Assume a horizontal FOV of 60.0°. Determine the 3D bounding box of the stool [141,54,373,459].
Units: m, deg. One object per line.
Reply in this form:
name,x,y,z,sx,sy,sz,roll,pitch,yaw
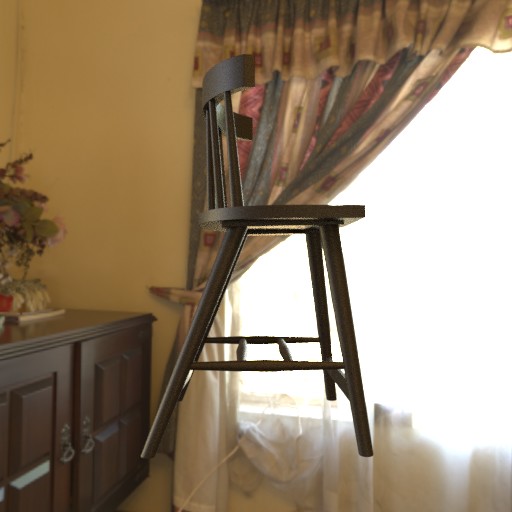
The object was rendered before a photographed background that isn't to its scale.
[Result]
stool,0.000,0.000,1.275,0.549,0.953,0.494,0,-1,-1
